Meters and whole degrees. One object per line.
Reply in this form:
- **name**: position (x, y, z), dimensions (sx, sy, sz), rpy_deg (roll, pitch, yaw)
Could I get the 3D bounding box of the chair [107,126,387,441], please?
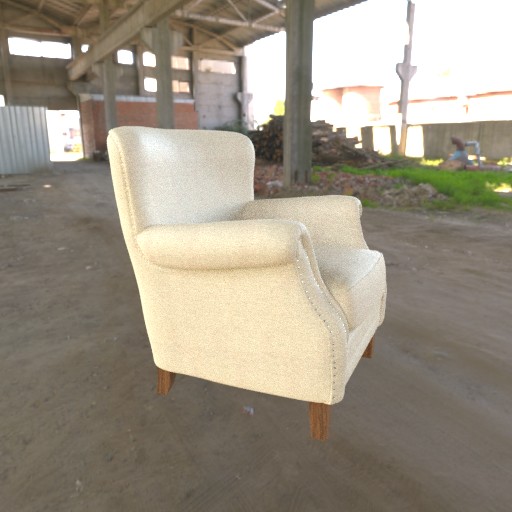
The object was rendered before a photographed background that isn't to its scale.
- **chair**: position (0.000, 0.000, 1.674), dimensions (0.921, 0.936, 0.861), rpy_deg (7, 16, 25)
